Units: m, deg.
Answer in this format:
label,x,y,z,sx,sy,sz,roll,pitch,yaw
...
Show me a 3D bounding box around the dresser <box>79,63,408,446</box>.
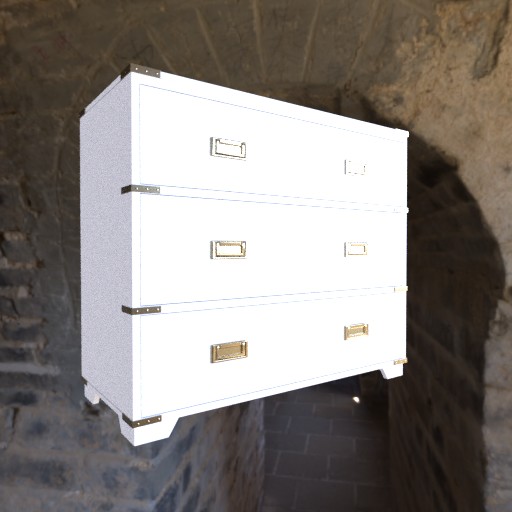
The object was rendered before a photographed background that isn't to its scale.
label,x,y,z,sx,sy,sz,roll,pitch,yaw
dresser,0.000,0.000,1.492,1.022,0.891,0.460,-1,1,-35
